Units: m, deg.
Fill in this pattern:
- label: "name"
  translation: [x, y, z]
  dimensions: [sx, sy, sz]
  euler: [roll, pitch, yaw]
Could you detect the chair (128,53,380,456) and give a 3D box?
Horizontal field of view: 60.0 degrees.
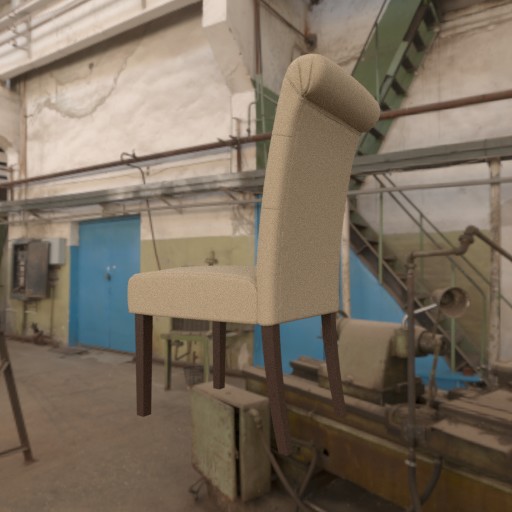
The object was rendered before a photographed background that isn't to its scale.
- label: "chair"
  translation: [0.000, 0.000, 1.389]
  dimensions: [0.671, 1.006, 0.456]
  euler: [-1, -1, 35]
